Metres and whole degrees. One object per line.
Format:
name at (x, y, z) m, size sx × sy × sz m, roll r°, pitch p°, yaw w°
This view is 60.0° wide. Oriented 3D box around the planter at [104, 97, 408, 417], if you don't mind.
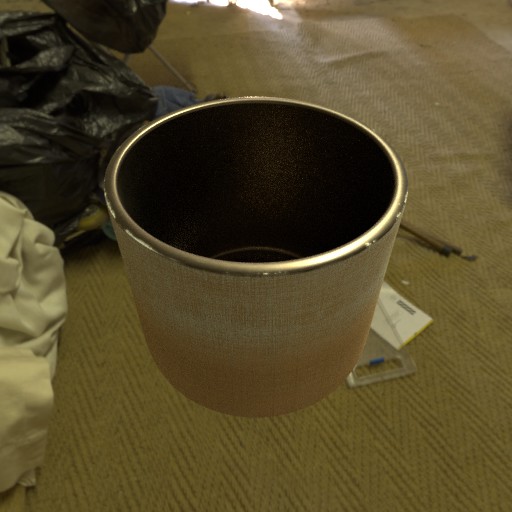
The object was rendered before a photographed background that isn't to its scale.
planter at (0.000, 0.000, 0.449) m, size 0.254 × 0.221 × 0.254 m, roll 0°, pitch 45°, yaw 0°
